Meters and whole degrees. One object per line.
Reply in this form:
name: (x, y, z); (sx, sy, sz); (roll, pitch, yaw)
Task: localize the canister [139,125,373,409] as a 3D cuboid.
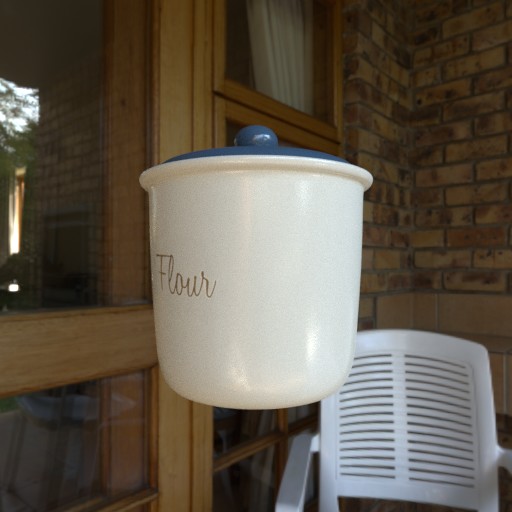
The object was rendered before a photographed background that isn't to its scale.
canister: (0.000, 0.000, 0.355); (0.182, 0.208, 0.182); (0, -1, 0)
